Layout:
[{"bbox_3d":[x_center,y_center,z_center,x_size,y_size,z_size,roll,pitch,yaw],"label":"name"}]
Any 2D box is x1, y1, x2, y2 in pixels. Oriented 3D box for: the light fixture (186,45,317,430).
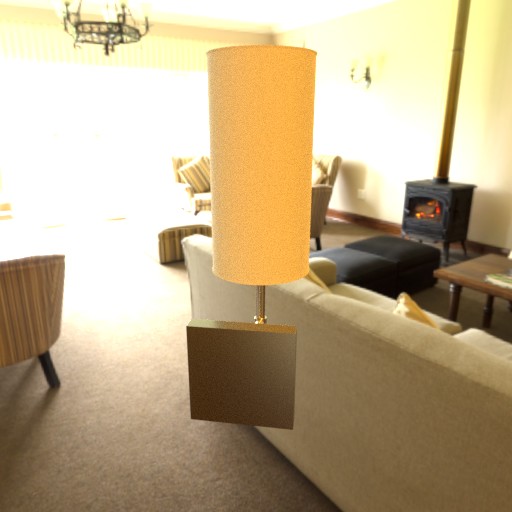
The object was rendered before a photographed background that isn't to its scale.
[{"bbox_3d":[0.000,0.000,0.539,0.128,0.462,0.208,3,17,9],"label":"light fixture"}]
